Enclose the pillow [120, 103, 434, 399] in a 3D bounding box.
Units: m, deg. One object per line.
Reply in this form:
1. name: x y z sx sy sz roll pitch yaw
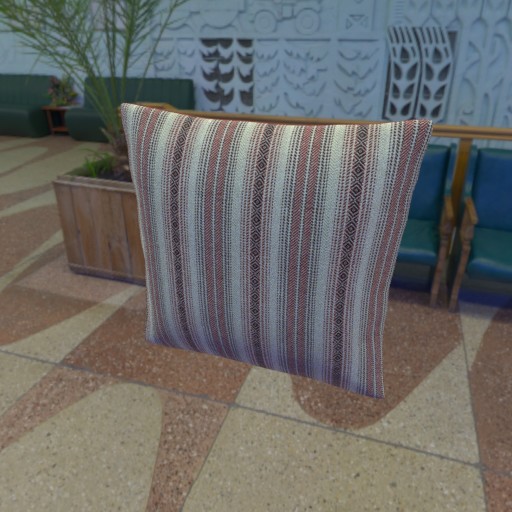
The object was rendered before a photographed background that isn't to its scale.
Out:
1. pillow: 0.000 0.000 0.789 0.513 0.497 0.166 9 28 18
